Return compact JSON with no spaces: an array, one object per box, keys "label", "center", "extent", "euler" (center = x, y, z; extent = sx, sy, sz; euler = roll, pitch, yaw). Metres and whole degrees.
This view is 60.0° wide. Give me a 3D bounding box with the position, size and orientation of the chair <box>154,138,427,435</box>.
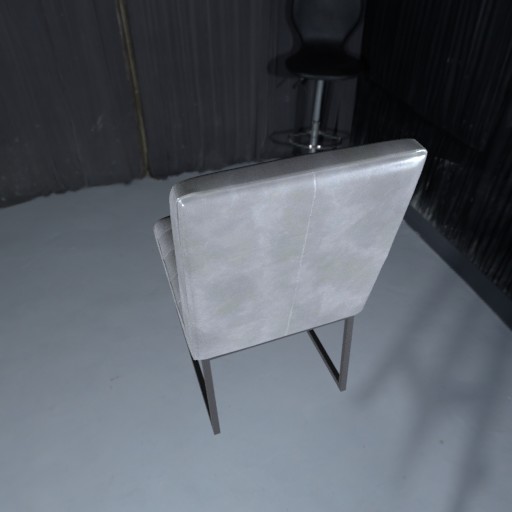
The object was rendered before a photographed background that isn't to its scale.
[{"label":"chair","center":[0.000,0.000,1.314],"extent":[0.520,0.930,0.634],"euler":[-14,43,-15]}]
